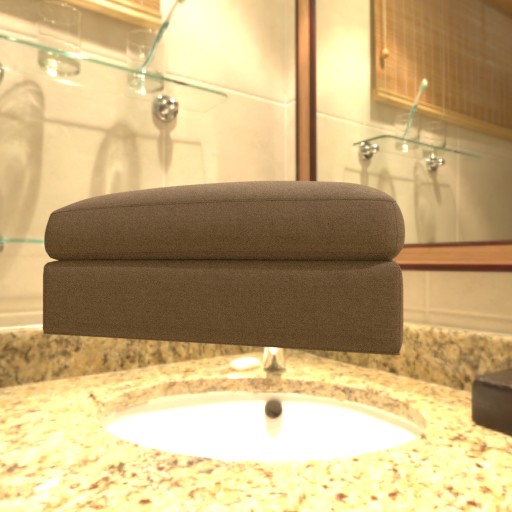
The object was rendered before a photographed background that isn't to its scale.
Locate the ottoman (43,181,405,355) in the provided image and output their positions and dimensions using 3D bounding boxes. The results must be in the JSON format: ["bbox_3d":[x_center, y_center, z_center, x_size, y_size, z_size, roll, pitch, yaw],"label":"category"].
[{"bbox_3d":[0.000,0.000,1.657,1.041,0.470,1.041,0,0,17],"label":"ottoman"}]
